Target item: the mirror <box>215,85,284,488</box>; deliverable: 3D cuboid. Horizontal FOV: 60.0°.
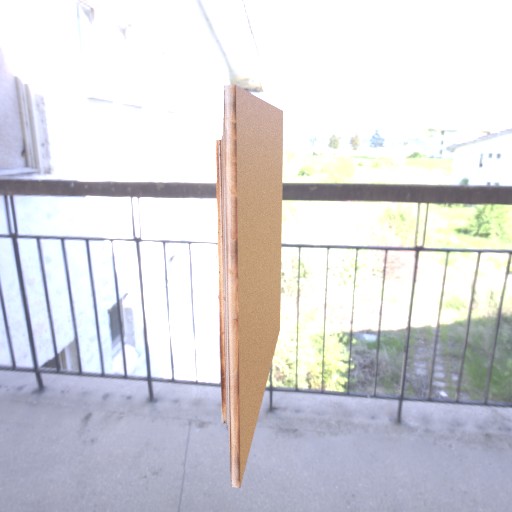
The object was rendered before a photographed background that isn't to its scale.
[{"bbox_3d":[0.000,0.000,1.224,0.061,0.804,0.804,2,15,9],"label":"mirror"}]
